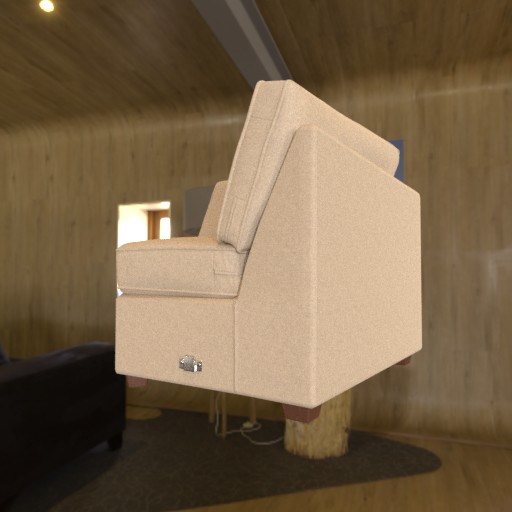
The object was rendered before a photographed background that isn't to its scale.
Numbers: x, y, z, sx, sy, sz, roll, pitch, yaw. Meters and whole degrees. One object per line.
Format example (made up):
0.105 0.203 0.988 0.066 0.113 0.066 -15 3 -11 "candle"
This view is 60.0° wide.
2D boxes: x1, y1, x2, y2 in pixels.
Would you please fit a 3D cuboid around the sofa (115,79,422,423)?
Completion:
0.000 0.000 1.811 1.050 0.937 1.042 -1 -2 35 "sofa"
